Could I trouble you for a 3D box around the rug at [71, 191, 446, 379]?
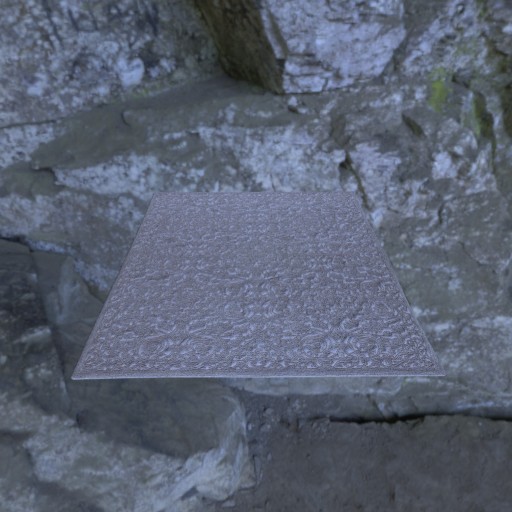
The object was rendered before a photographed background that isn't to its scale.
[{"bbox_3d":[0.000,0.000,4.186,2.472,0.035,3.017,0,32,-1],"label":"rug"}]
